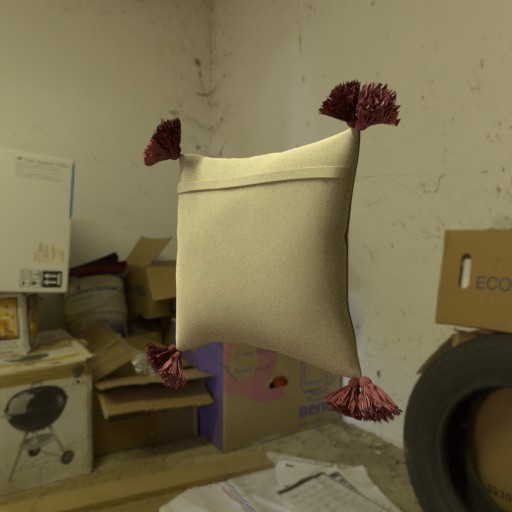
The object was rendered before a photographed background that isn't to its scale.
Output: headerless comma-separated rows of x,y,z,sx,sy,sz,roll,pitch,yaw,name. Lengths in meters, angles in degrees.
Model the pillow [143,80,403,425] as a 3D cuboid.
0.000,0.000,0.961,0.641,0.659,0.138,1,2,35,pillow
